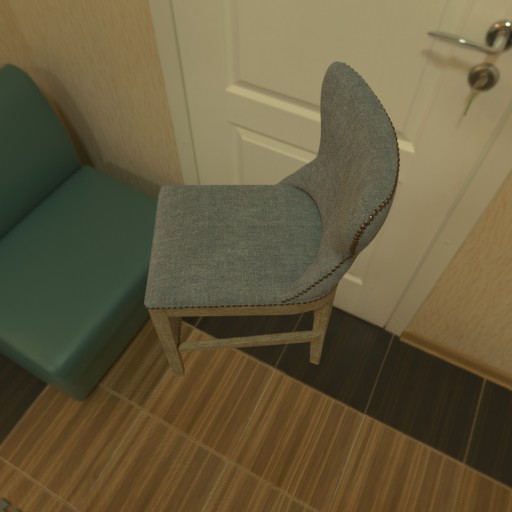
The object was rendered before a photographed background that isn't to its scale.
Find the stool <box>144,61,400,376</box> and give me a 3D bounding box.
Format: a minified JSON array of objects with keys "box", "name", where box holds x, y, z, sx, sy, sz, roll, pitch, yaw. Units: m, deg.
[{"box":[0.000,0.000,1.332,0.608,0.981,0.498,-1,56,-1],"name":"stool"}]
